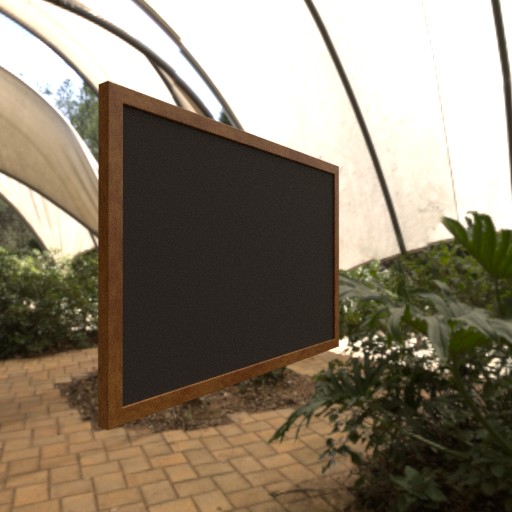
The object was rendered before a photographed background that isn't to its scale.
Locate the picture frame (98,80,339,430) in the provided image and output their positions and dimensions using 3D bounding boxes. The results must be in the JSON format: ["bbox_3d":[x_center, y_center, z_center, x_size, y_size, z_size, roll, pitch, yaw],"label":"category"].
[{"bbox_3d":[0.000,0.000,1.165,0.029,0.621,0.922,0,0,37],"label":"picture frame"}]
